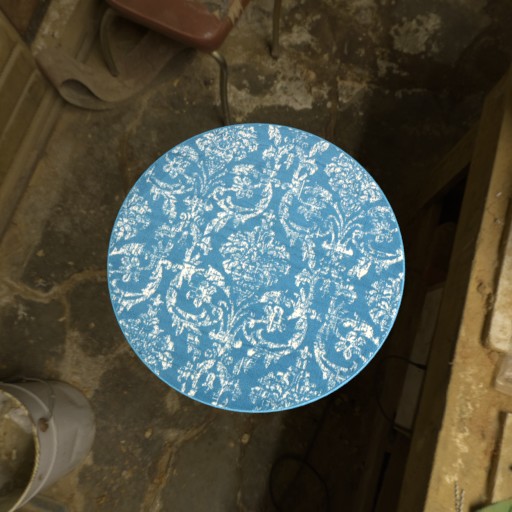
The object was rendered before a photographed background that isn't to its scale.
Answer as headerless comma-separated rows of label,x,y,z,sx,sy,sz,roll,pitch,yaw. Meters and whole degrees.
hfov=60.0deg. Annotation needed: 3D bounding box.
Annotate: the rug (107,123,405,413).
rug,0.000,0.000,2.380,1.593,0.012,1.593,0,76,0
